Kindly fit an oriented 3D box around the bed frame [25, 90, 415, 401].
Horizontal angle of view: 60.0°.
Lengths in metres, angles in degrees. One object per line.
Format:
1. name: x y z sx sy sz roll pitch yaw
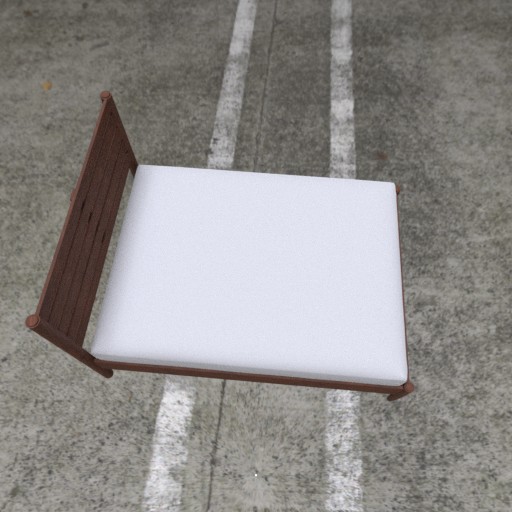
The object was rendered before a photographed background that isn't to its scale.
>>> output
1. bed frame: 0.000 0.000 3.158 2.234 1.321 1.655 4 64 2
